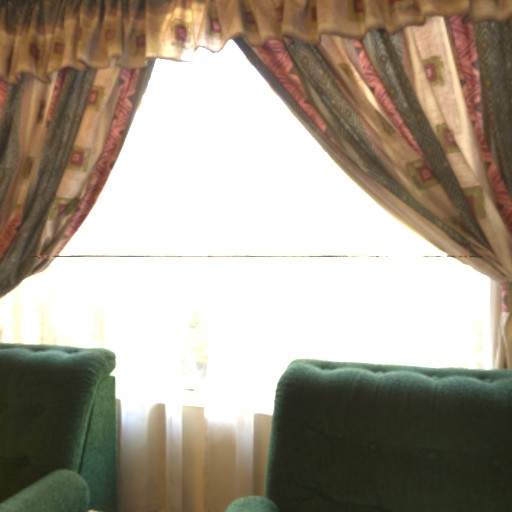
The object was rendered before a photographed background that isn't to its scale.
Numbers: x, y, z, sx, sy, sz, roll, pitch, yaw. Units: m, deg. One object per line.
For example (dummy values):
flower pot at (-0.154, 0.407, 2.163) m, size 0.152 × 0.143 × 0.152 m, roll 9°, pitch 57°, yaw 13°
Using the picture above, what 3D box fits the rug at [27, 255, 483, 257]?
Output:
rug at (0.000, 0.000, 2.745) m, size 2.440 × 0.009 × 0.760 m, roll 0°, pitch 0°, yaw -1°
